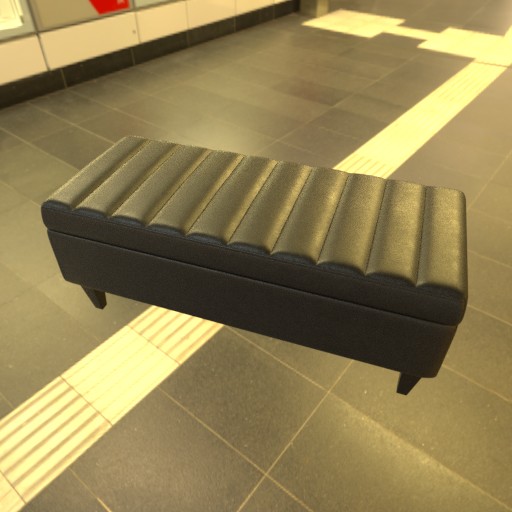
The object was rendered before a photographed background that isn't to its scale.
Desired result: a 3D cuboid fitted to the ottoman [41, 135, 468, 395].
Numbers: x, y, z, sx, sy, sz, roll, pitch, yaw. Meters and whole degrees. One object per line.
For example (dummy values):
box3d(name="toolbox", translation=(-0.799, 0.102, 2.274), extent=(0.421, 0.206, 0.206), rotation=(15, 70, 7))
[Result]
box3d(name="ottoman", translation=(0.000, 0.000, 1.401), extent=(1.151, 0.469, 0.482), rotation=(13, 43, 14))
